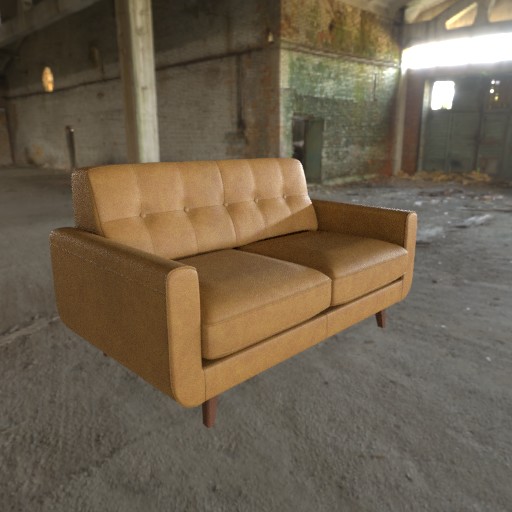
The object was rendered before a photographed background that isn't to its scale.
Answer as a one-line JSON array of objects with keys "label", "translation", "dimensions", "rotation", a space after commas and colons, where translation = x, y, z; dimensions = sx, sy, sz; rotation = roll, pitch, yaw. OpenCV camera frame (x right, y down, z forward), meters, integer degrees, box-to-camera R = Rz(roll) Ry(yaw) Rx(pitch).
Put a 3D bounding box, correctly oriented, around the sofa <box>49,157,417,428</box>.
[{"label": "sofa", "translation": [0.000, 0.000, 2.225], "dimensions": [0.952, 0.925, 1.651], "rotation": [14, 20, 43]}]
